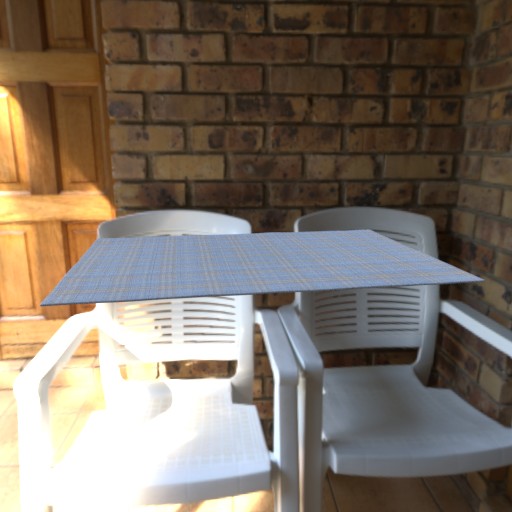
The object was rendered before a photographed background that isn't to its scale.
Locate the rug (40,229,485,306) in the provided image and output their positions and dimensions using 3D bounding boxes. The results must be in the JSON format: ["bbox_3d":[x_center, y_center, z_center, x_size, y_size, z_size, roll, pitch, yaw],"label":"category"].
[{"bbox_3d":[0.000,0.000,2.371,1.835,0.012,1.231,-2,14,-9],"label":"rug"}]
